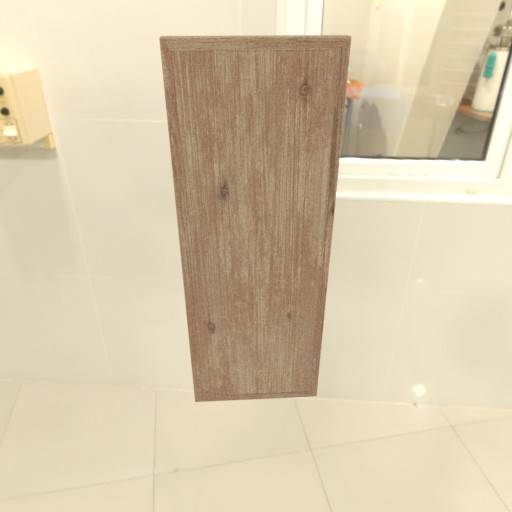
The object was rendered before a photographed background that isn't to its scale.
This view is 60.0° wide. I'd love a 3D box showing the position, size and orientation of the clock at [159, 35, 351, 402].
[{"bbox_3d":[0.000,0.000,1.083,0.361,0.965,0.030,-2,30,-3],"label":"clock"}]
